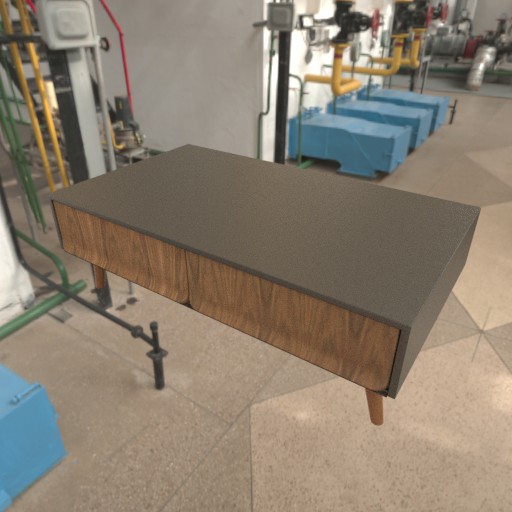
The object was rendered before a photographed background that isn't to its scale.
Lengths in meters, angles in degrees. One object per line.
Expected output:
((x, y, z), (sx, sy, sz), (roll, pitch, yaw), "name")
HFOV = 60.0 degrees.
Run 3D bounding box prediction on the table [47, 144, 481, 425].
((0.000, 0.000, 1.508), (1.201, 0.404, 0.703), (19, 35, 29), "table")
